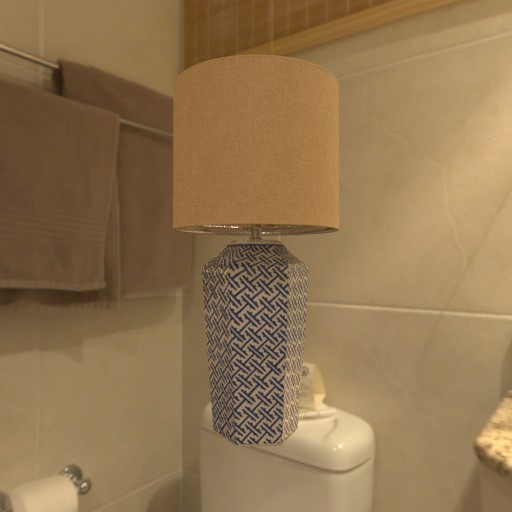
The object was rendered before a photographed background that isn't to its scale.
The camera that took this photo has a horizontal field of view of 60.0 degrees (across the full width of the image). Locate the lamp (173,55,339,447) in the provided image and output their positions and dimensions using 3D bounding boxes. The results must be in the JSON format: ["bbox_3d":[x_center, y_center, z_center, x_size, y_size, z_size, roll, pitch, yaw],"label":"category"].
[{"bbox_3d":[0.000,0.000,0.865,0.320,0.682,0.320,0,-1,0],"label":"lamp"}]
